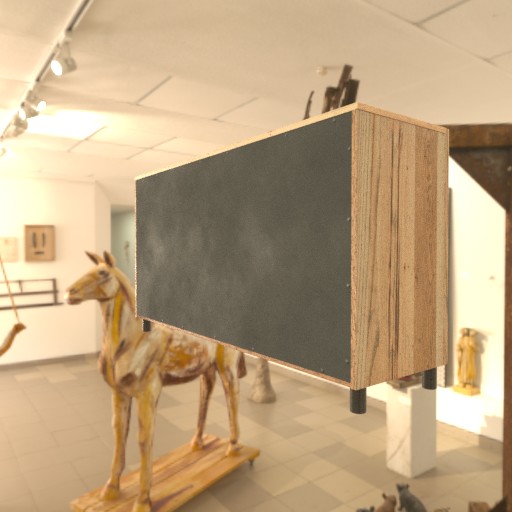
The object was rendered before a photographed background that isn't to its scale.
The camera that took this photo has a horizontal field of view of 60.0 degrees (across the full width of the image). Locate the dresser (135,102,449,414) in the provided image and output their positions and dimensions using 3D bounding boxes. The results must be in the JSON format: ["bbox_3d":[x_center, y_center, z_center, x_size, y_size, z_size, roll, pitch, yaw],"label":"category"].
[{"bbox_3d":[0.000,0.000,1.930,0.487,0.834,1.547,-1,1,-37],"label":"dresser"}]
